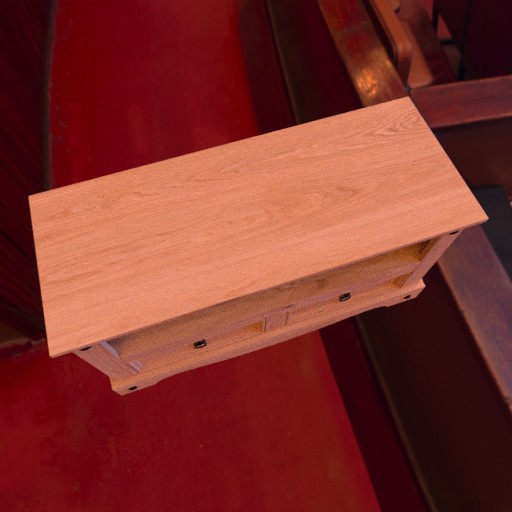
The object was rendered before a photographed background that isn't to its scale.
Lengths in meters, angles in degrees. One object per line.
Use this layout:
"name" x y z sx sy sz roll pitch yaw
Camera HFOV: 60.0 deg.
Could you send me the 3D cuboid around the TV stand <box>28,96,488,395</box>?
"TV stand" 0.000 0.000 1.362 1.080 0.550 0.440 -17 65 -8
